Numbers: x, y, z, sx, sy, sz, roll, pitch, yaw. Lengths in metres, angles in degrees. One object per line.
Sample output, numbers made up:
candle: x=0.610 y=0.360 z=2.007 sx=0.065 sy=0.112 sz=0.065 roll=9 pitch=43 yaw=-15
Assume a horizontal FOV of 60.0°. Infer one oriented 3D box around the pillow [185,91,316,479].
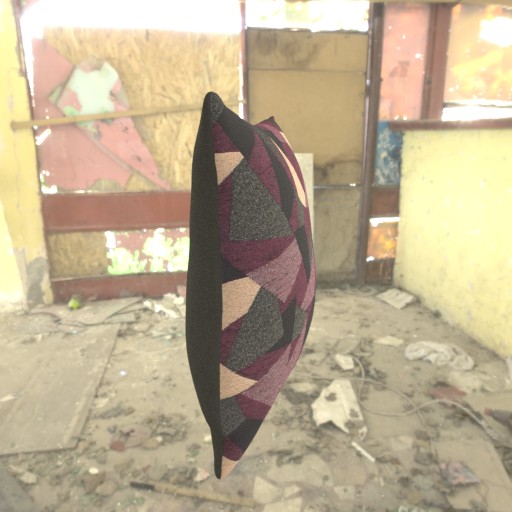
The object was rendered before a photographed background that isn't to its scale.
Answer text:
pillow: x=0.000 y=0.000 z=0.767 sx=0.208 sy=0.496 sz=0.503 roll=3 pitch=16 yaw=10
